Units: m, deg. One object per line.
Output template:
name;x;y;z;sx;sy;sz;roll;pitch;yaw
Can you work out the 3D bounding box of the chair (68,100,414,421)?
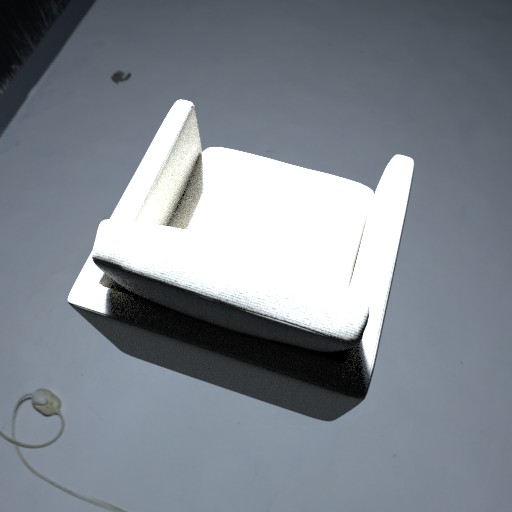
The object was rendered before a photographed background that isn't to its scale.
chair;0.000;0.000;1.759;0.996;0.919;0.959;16;65;8
